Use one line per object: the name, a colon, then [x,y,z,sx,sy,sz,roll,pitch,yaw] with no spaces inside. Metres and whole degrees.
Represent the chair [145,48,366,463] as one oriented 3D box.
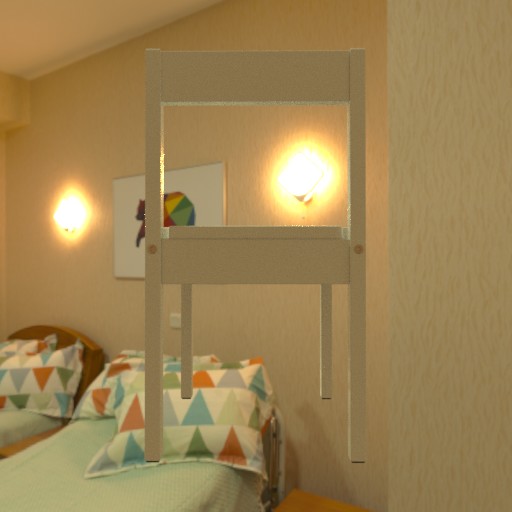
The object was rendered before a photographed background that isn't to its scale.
chair: [0.000,0.000,0.890,0.367,0.668,0.361,0,0,0]
